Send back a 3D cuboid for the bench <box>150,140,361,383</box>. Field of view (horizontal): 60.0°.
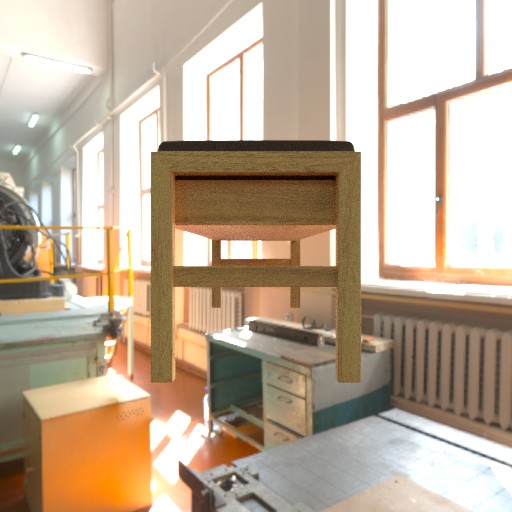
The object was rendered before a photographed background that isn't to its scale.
[{"bbox_3d":[0.000,0.000,1.450,0.405,0.480,1.200,0,0,0],"label":"bench"}]
